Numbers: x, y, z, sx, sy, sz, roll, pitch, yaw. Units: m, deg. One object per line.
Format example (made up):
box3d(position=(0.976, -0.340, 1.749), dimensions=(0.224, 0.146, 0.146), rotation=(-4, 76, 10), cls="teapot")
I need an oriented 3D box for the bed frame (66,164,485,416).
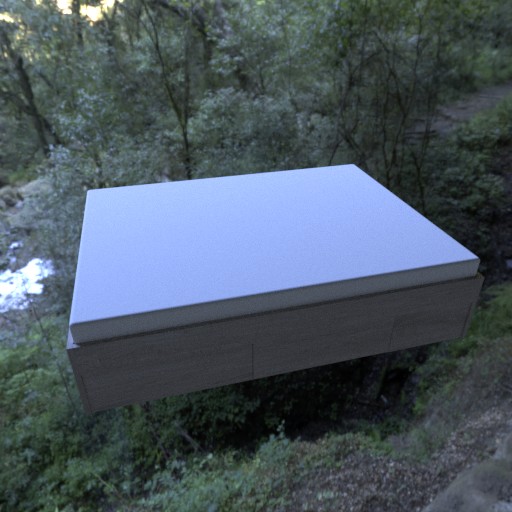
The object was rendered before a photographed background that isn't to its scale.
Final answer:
box3d(position=(0.000, 0.000, 2.642), dimensions=(1.944, 0.490, 1.448), rotation=(-8, 32, -13), cls="bed frame")
